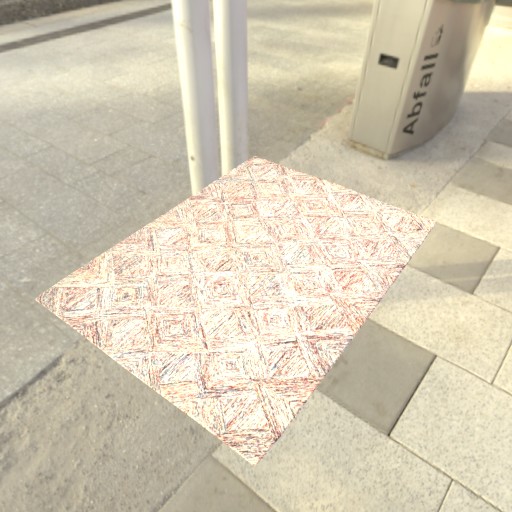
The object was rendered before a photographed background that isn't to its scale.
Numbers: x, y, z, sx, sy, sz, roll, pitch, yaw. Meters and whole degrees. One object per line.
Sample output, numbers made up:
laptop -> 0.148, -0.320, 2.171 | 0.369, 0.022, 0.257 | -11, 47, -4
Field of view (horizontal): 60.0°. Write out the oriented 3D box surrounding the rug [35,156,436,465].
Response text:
rug -> 0.000, 0.000, 4.290 | 2.436, 0.024, 3.226 | 26, 47, 27
